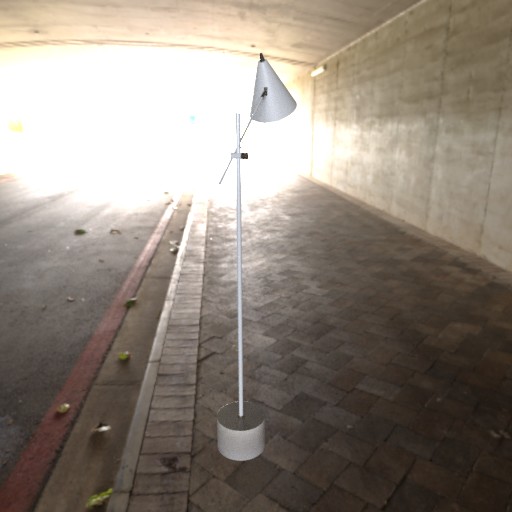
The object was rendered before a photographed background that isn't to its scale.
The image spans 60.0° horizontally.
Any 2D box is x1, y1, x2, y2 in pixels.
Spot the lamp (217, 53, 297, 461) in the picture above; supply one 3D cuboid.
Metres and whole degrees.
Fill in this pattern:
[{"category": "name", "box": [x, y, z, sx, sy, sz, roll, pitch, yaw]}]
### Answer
[{"category": "lamp", "box": [0.000, 0.000, 1.673, 0.223, 1.430, 0.508, 8, 18, 26]}]
